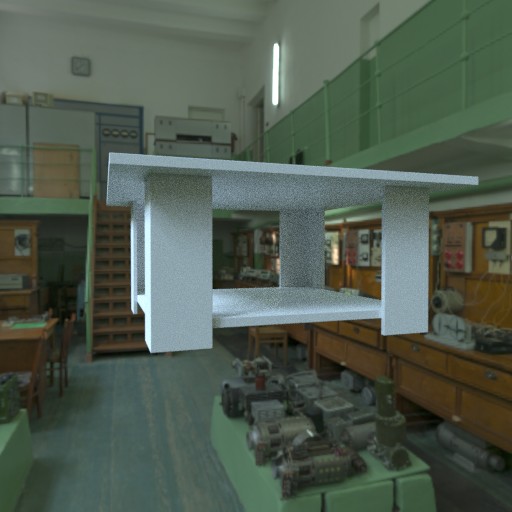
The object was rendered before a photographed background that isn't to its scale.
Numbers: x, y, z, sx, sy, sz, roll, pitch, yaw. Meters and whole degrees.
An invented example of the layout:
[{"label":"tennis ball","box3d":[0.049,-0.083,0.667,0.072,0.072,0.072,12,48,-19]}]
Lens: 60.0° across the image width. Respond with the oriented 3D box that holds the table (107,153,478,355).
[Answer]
[{"label":"table","box3d":[0.000,0.000,1.059,0.670,0.305,0.670,0,1,-19]}]
